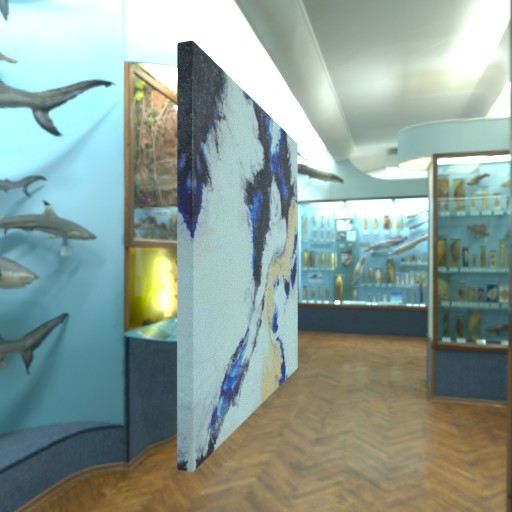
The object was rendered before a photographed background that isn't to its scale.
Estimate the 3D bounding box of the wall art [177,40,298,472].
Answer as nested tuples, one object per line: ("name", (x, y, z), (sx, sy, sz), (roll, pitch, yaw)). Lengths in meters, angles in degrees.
("wall art", (0.000, 0.000, 1.328), (0.038, 0.885, 0.887), (0, 0, 19))
